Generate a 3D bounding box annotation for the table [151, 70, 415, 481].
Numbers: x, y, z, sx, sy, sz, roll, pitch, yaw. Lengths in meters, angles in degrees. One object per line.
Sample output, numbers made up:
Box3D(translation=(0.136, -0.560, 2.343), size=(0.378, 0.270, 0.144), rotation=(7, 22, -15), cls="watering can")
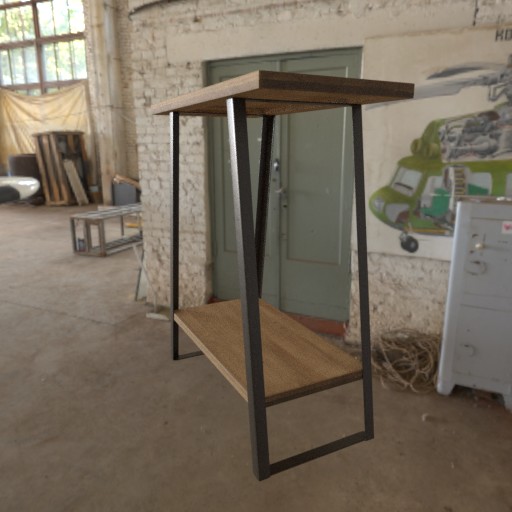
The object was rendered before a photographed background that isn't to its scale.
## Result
Box3D(translation=(0.000, 0.000, 1.028), size=(0.300, 0.701, 0.599), rotation=(-7, 15, -26), cls="table")
